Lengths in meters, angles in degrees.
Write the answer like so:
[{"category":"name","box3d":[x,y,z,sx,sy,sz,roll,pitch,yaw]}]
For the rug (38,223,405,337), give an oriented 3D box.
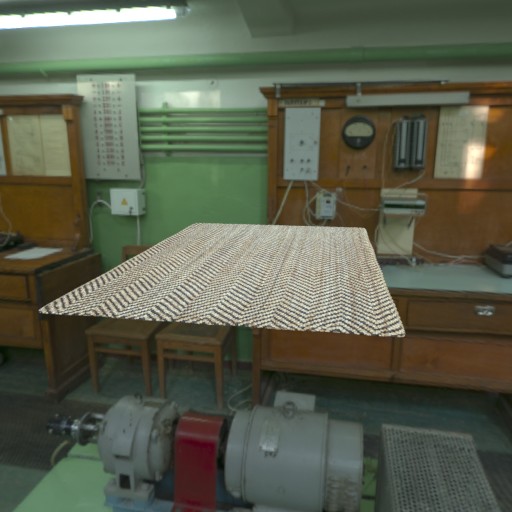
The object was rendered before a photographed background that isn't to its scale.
[{"category":"rug","box3d":[0.000,0.000,2.284,1.219,0.008,1.828,2,14,9]}]
